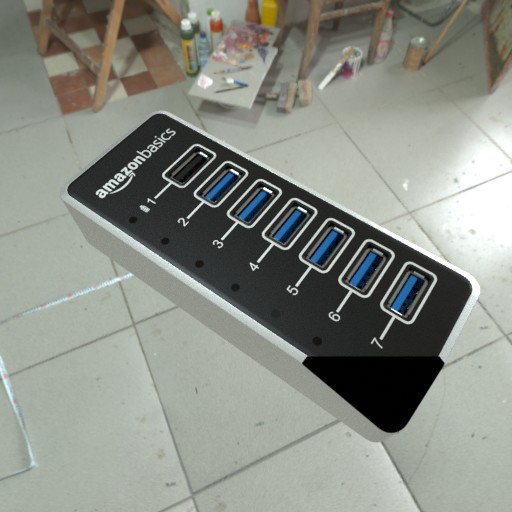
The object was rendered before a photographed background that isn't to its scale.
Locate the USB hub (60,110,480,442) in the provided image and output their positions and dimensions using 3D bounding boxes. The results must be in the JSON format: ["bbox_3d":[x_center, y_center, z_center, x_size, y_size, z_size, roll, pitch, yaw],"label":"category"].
[{"bbox_3d":[0.000,0.000,0.127,0.110,0.023,0.044,32,64,17],"label":"USB hub"}]
